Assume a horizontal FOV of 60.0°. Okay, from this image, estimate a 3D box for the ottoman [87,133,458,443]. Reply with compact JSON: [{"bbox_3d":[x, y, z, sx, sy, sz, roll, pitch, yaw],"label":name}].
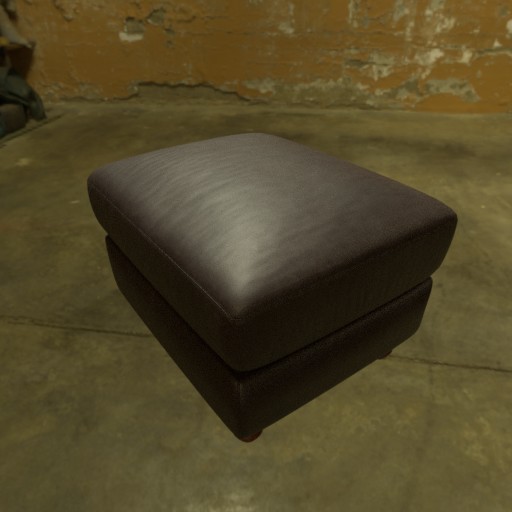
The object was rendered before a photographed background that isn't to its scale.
[{"bbox_3d":[0.000,0.000,1.264,0.670,0.569,0.806,-21,37,-30],"label":"ottoman"}]
